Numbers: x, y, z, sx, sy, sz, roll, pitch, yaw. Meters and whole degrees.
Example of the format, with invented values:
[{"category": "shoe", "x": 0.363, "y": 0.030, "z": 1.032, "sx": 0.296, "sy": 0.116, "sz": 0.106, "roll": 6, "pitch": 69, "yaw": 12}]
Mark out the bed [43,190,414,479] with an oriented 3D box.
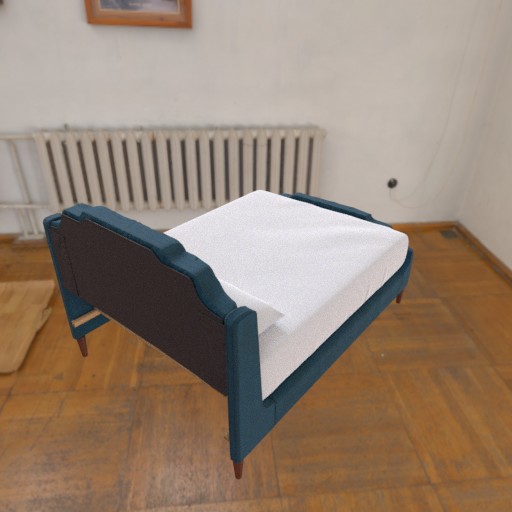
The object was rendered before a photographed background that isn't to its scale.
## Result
[{"category": "bed", "x": 0.000, "y": 0.000, "z": 3.391, "sx": 1.676, "sy": 1.351, "sz": 2.322, "roll": 22, "pitch": 37, "yaw": 33}]
